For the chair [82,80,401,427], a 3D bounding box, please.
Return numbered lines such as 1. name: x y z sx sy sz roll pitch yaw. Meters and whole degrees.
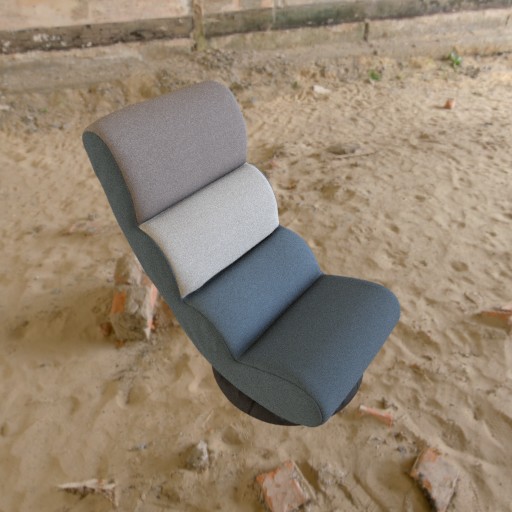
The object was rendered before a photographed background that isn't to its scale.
1. chair: 0.000 0.000 1.076 0.661 0.641 0.420 27 47 28
